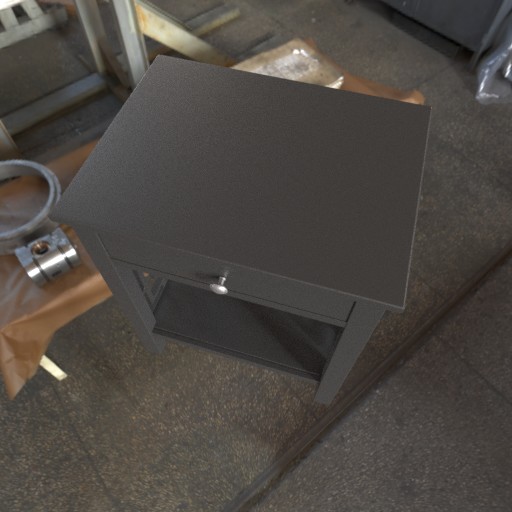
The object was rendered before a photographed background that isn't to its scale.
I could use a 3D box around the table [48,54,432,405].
[{"bbox_3d":[0.000,0.000,1.043,0.564,0.646,0.451,14,59,9],"label":"table"}]
